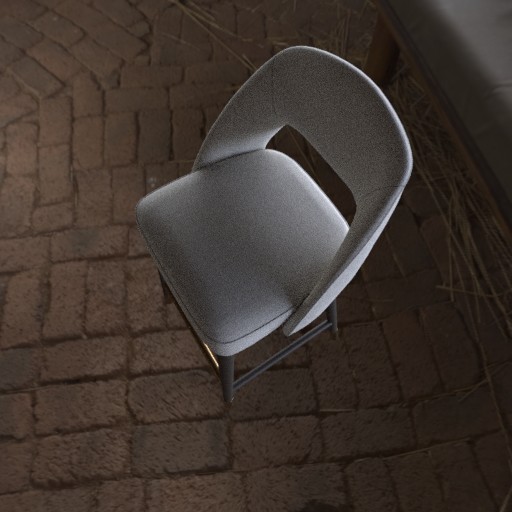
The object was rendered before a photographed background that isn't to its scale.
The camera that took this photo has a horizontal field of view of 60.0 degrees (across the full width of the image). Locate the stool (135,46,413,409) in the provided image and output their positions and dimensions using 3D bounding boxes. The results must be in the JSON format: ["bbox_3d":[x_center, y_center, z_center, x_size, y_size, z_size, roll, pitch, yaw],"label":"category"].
[{"bbox_3d":[0.000,0.000,1.183,0.509,0.940,0.494,-29,66,-14],"label":"stool"}]
